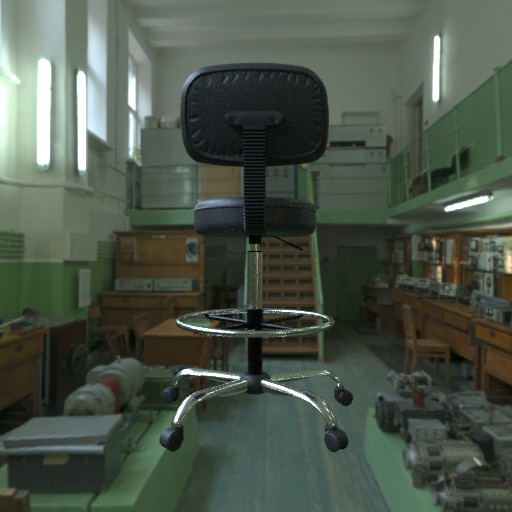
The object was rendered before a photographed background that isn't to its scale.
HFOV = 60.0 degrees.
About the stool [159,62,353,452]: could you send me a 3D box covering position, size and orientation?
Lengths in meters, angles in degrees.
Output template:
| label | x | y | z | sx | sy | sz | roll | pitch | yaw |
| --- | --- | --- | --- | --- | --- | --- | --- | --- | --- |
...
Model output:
| label | x | y | z | sx | sy | sz | roll | pitch | yaw |
| --- | --- | --- | --- | --- | --- | --- | --- | --- | --- |
| stool | 0.000 | 0.000 | 1.516 | 0.694 | 1.069 | 0.658 | 0 | 0 | 1 |
